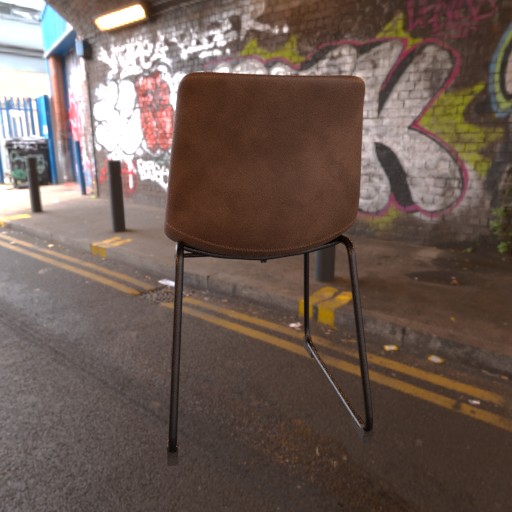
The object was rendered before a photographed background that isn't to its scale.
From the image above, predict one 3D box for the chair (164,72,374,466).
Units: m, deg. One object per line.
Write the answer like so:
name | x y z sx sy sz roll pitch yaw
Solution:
chair | 0.000 0.000 1.101 0.460 0.780 0.551 -2 14 -9
